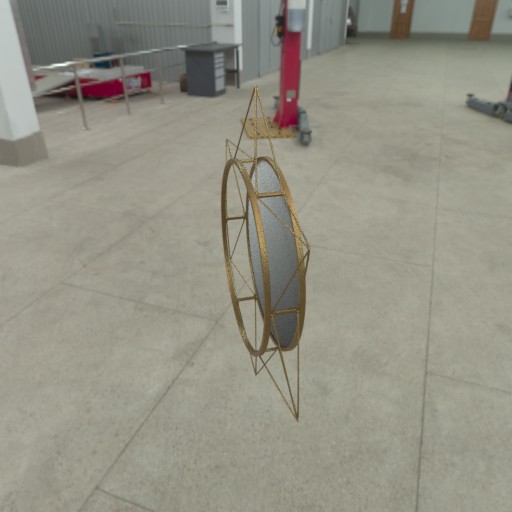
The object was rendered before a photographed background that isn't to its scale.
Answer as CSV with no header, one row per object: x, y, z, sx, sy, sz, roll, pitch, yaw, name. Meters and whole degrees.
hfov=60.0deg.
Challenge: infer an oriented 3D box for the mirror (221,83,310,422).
0.000,0.000,0.793,0.062,0.581,0.498,-7,30,-13,mirror
